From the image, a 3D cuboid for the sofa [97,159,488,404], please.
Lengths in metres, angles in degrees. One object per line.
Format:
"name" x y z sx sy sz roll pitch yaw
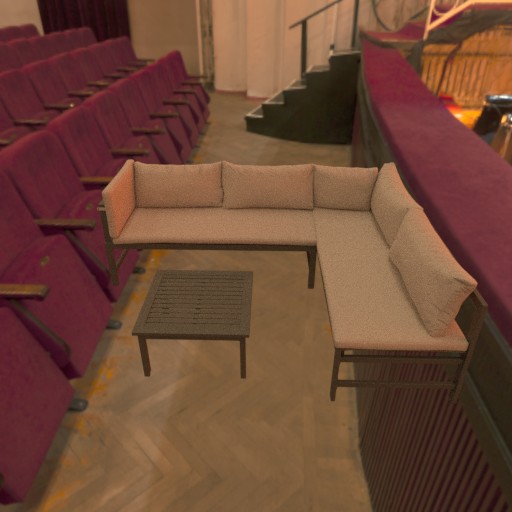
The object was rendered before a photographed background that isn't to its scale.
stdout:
"sofa" 0.000 0.000 2.817 2.096 0.758 1.658 1 31 1
